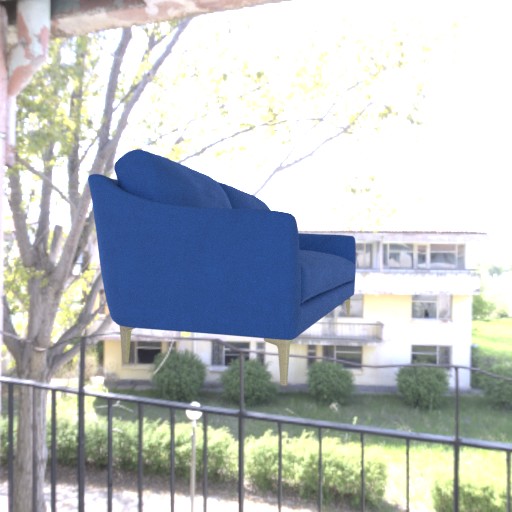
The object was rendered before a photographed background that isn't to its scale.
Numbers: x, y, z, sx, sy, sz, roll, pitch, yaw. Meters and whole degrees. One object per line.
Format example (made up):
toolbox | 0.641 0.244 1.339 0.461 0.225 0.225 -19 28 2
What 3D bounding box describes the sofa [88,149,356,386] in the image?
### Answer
sofa | 0.000 0.000 2.573 0.960 0.903 2.036 0 0 18
